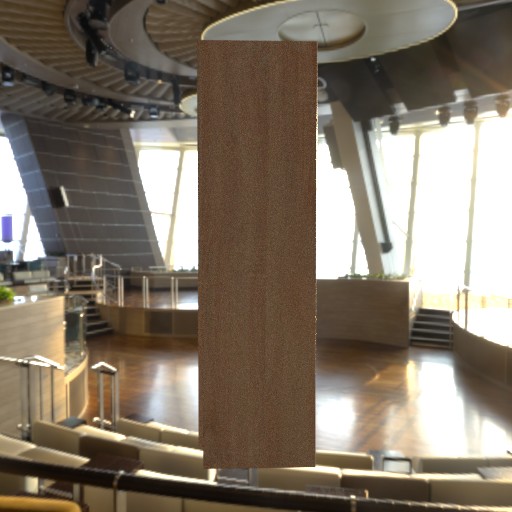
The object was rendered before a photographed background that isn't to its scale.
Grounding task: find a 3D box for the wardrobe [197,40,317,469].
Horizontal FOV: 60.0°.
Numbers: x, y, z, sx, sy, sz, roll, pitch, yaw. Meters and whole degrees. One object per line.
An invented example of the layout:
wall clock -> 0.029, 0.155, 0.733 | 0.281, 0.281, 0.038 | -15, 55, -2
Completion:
wardrobe -> 0.000, 0.000, 2.438 | 0.588, 2.117, 0.496 | 0, 2, -2
